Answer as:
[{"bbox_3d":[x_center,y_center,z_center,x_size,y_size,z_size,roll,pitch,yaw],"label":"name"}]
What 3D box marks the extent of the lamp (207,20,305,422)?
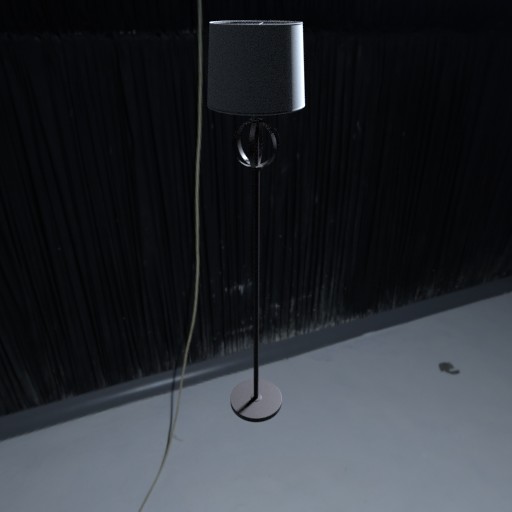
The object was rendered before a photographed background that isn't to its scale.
[{"bbox_3d":[0.000,0.000,1.567,0.286,1.462,0.286,-11,32,-18],"label":"lamp"}]
